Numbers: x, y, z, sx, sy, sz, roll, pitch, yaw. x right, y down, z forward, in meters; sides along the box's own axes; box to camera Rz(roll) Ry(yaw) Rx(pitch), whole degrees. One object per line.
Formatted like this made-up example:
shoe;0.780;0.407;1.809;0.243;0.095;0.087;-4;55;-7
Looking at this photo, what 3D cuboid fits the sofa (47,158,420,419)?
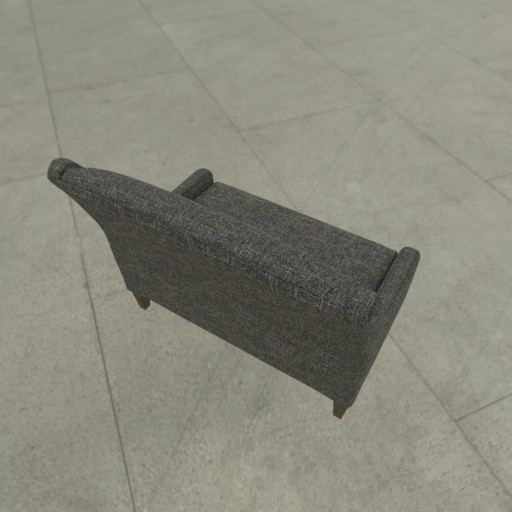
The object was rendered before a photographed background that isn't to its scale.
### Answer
sofa;0.000;0.000;1.930;1.242;1.021;0.870;24;51;21
